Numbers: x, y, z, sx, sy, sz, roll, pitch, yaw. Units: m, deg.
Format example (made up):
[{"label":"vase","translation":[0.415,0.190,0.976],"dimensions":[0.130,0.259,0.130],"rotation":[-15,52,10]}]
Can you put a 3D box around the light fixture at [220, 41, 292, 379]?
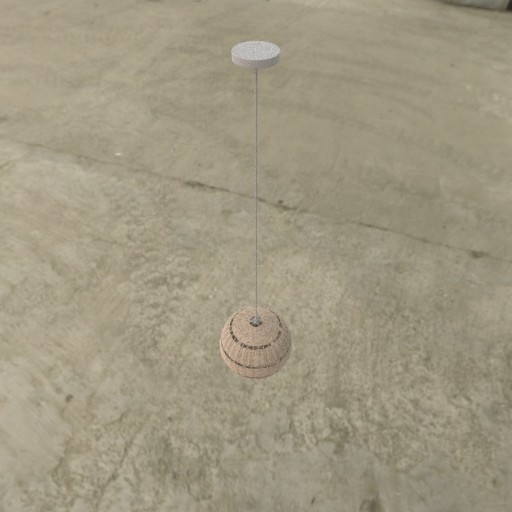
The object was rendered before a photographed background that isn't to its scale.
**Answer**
[{"label":"light fixture","translation":[0.000,0.000,2.238],"dimensions":[0.457,2.019,0.457],"rotation":[-32,54,-27]}]
